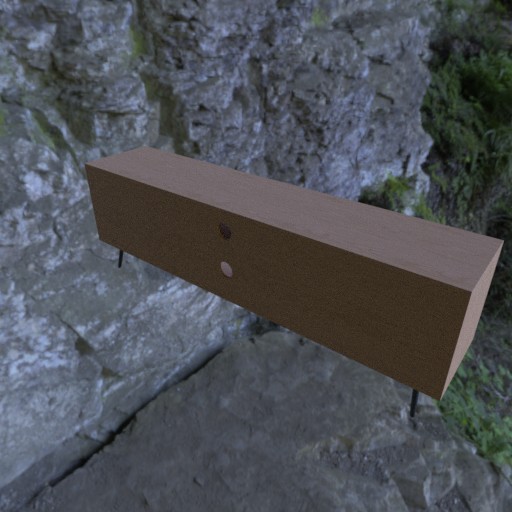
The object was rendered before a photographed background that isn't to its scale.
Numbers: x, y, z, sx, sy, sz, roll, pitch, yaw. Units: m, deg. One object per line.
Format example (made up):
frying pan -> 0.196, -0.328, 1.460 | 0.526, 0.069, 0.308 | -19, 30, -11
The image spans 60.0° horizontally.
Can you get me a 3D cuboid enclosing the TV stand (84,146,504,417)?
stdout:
TV stand -> 0.000, 0.000, 1.925 | 1.760, 0.580, 0.400 | 21, 36, 32
